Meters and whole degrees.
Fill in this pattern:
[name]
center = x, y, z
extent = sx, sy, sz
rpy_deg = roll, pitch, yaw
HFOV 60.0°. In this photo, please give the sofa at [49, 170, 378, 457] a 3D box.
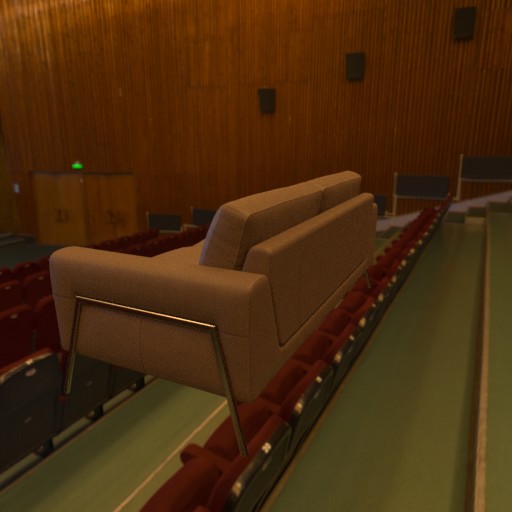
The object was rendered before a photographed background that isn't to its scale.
[sofa]
center = 0.000, 0.000, 2.530
extent = 0.953, 0.875, 2.017
rpy_deg = 8, 17, 25
